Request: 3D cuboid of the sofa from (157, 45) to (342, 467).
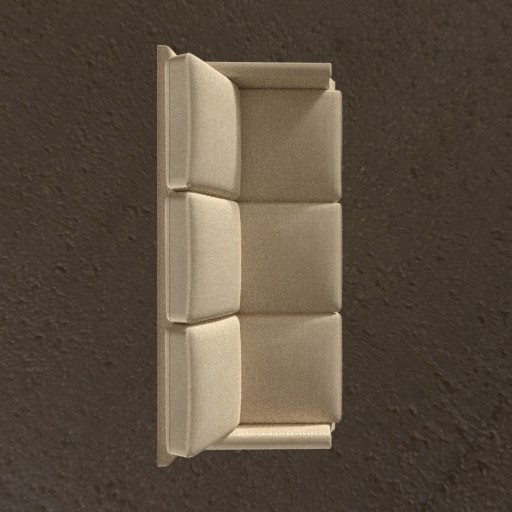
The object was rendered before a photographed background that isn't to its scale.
[{"bbox_3d":[0.000,0.000,2.658,1.041,0.940,2.210,0,90,-1],"label":"sofa"}]
